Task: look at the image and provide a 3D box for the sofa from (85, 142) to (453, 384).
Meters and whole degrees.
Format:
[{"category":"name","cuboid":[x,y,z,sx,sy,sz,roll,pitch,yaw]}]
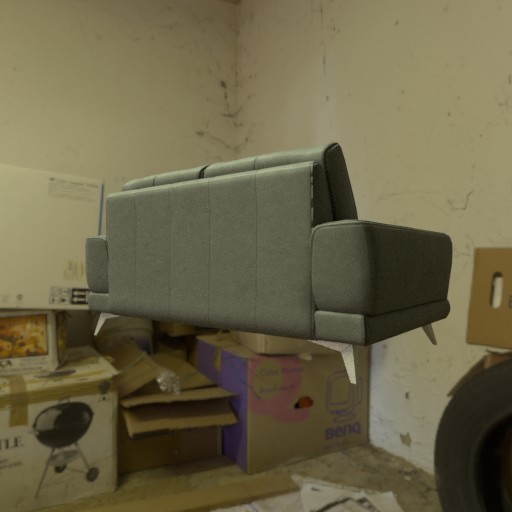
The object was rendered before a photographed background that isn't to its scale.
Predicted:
[{"category":"sofa","cuboid":[0.000,0.000,2.414,1.806,0.907,1.018,0,-1,38]}]
